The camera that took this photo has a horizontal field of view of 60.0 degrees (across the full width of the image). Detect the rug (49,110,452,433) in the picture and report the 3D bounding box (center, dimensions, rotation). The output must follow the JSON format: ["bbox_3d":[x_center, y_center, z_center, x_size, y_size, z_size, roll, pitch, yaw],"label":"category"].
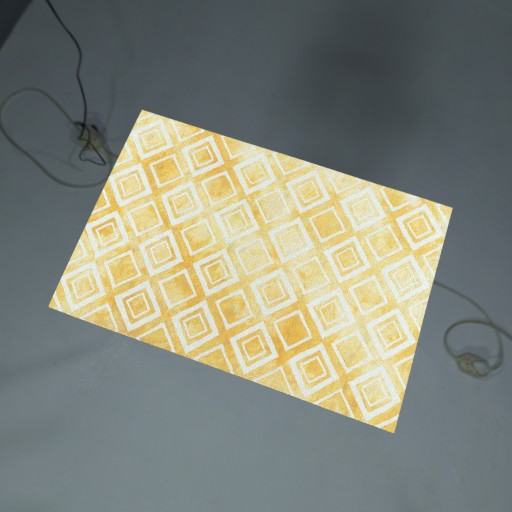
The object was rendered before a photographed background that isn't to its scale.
[{"bbox_3d":[0.000,0.000,2.333,1.829,0.010,1.213,19,76,5],"label":"rug"}]
